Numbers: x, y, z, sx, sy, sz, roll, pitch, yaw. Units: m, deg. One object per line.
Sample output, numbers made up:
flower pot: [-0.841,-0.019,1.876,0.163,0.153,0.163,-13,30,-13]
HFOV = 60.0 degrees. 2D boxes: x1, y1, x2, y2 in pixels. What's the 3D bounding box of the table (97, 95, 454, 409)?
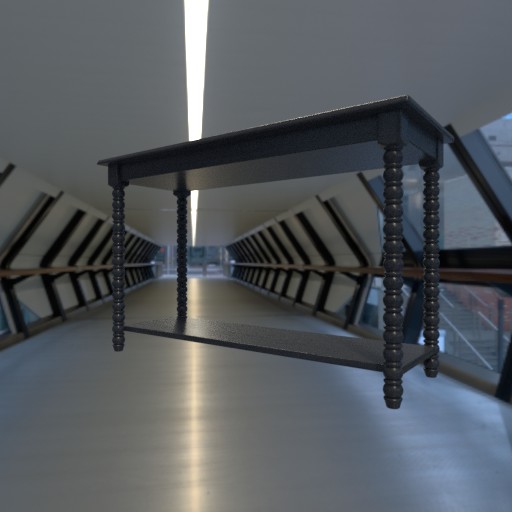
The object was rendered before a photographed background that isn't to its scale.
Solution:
table: [0.000,0.000,1.529,1.184,0.735,0.459,0,0,36]
